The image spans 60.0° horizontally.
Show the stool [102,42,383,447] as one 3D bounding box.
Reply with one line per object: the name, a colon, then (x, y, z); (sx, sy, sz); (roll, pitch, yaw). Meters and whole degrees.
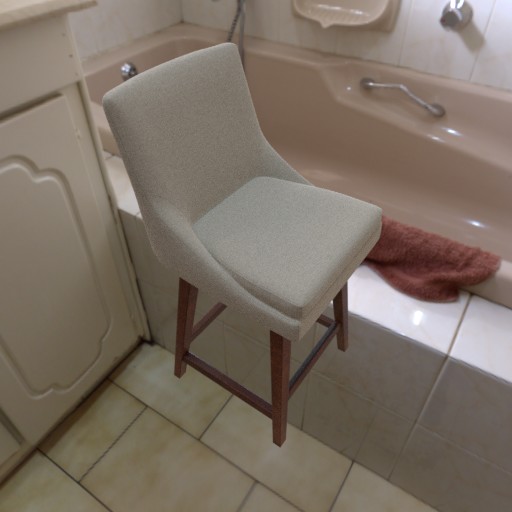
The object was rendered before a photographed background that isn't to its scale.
stool: (0.000, 0.000, 1.288); (0.559, 0.991, 0.469); (25, 48, 25)
